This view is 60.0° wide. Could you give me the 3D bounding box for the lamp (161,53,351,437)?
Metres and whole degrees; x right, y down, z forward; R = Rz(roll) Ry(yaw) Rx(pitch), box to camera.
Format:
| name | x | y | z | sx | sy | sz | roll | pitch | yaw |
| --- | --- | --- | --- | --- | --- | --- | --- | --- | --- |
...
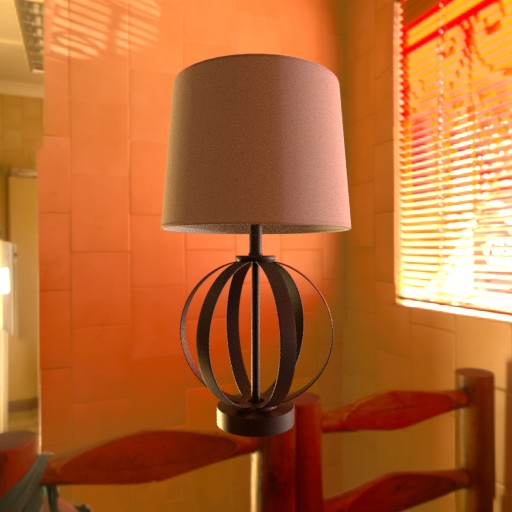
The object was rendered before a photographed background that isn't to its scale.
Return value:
| name | x | y | z | sx | sy | sz | roll | pitch | yaw |
| --- | --- | --- | --- | --- | --- | --- | --- | --- | --- |
| lamp | 0.000 | 0.000 | 0.683 | 0.286 | 0.510 | 0.286 | 0 | 0 | 0 |
